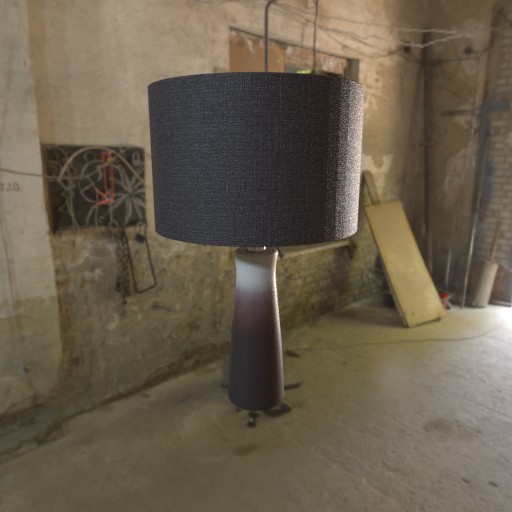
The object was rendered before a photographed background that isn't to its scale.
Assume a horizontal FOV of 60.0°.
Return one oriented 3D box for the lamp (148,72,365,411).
[{"bbox_3d":[0.000,0.000,0.691,0.303,0.488,0.303,0,13,0],"label":"lamp"}]
